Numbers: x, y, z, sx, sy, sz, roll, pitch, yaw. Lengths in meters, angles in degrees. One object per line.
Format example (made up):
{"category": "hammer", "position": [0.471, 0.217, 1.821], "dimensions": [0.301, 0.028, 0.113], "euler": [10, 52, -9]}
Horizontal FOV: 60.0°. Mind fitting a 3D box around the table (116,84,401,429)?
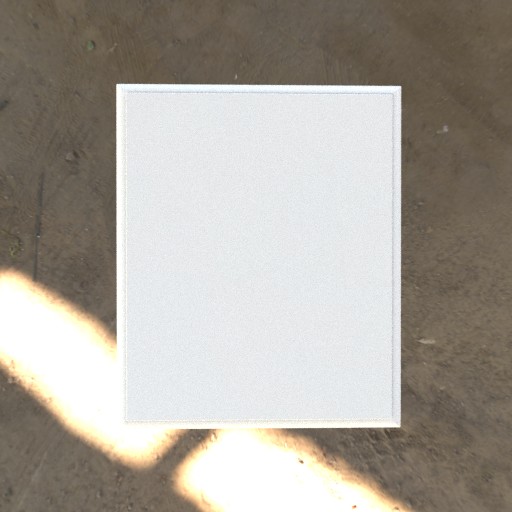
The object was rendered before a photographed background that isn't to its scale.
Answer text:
{"category": "table", "position": [0.000, 0.000, 0.843], "dimensions": [0.381, 0.531, 0.460], "euler": [0, 90, -1]}
